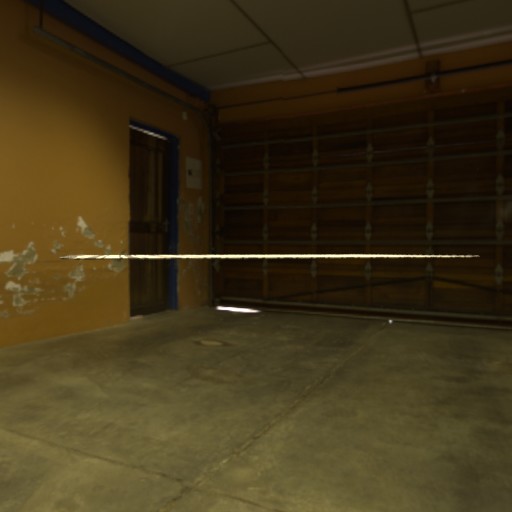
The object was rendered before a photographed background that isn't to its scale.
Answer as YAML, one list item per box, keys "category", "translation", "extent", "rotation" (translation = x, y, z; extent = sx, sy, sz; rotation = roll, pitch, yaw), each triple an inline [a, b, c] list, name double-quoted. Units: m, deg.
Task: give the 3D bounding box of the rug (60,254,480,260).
- category: "rug"
  translation: [0.000, 0.000, 3.117]
  extent: [2.425, 0.014, 1.563]
  rotation: [0, 1, -18]
